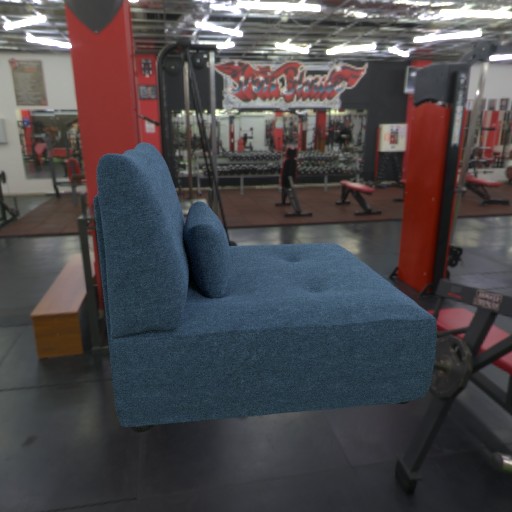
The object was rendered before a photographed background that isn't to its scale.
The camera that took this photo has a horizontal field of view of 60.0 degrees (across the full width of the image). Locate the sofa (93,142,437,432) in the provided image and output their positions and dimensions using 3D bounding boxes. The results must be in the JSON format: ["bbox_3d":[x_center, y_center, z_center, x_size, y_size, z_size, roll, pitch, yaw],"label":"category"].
[{"bbox_3d":[0.000,0.000,1.697,1.000,0.820,0.930,-2,16,-8],"label":"sofa"}]
